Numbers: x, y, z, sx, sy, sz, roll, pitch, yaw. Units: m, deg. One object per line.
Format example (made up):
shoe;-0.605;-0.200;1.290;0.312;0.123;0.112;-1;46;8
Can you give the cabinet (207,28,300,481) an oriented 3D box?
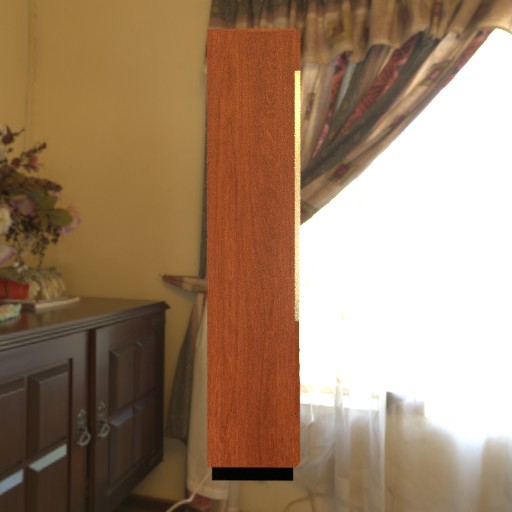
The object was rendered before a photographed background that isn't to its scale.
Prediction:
cabinet;0.000;0.000;2.262;0.420;1.980;0.660;0;0;1
